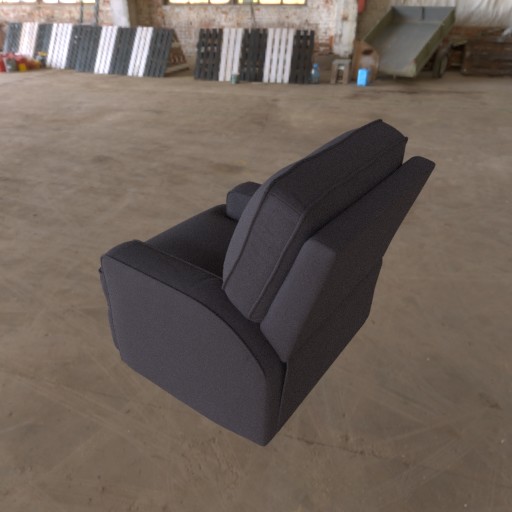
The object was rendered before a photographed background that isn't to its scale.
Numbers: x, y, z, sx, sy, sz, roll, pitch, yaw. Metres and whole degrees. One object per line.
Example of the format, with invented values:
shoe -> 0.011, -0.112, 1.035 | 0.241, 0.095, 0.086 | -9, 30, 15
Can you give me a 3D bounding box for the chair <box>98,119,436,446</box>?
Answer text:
chair -> 0.000, 0.000, 1.655 | 0.964, 0.962, 0.861 | 20, 37, 30
